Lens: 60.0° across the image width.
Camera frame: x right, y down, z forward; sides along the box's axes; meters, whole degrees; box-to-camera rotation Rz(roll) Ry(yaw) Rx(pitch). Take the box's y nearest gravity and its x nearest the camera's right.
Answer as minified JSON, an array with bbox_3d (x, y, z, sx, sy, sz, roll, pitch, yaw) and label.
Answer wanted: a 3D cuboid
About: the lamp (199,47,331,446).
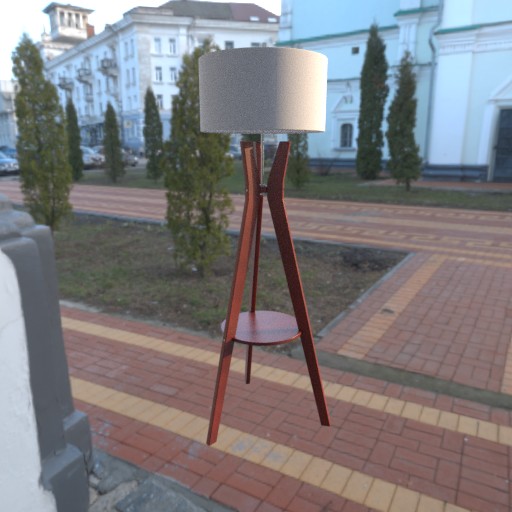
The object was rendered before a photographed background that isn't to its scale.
[{"bbox_3d":[0.000,0.000,1.789,0.542,1.472,0.539,-13,19,-43],"label":"lamp"}]
